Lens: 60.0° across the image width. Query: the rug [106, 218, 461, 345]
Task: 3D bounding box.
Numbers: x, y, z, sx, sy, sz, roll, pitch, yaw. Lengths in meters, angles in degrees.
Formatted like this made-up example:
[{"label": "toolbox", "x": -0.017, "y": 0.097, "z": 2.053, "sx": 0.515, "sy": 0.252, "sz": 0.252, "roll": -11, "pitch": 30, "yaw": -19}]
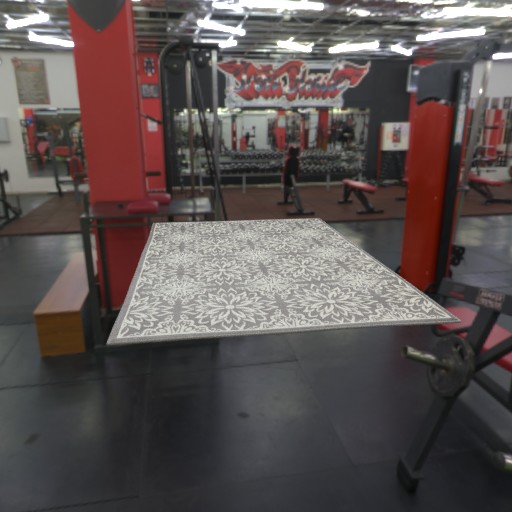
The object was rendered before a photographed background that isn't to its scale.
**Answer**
[{"label": "rug", "x": 0.000, "y": 0.000, "z": 2.371, "sx": 1.224, "sy": 0.012, "sz": 1.847, "roll": -2, "pitch": 17, "yaw": -8}]
